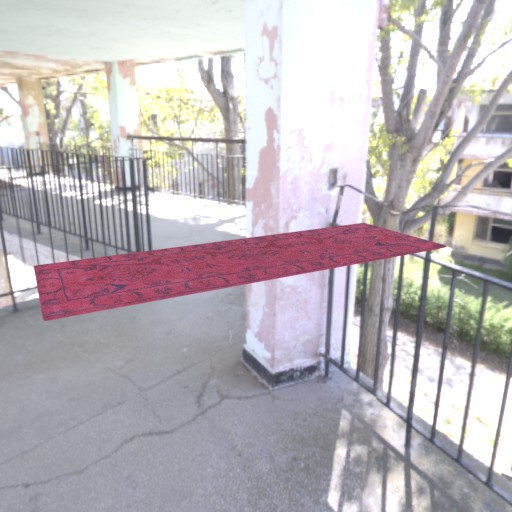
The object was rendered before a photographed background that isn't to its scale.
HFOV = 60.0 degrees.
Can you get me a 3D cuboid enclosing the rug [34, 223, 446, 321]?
[{"bbox_3d":[0.000,0.000,2.733,2.439,0.018,0.813,-9,19,-27],"label":"rug"}]
